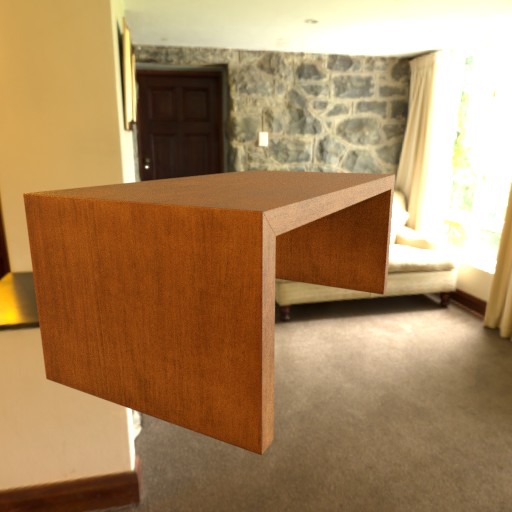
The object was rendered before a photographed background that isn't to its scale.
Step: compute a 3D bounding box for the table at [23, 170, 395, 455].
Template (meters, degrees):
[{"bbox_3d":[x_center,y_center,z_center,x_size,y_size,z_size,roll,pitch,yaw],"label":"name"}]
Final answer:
[{"bbox_3d":[0.000,0.000,1.259,0.549,0.419,1.000,7,16,27],"label":"table"}]
